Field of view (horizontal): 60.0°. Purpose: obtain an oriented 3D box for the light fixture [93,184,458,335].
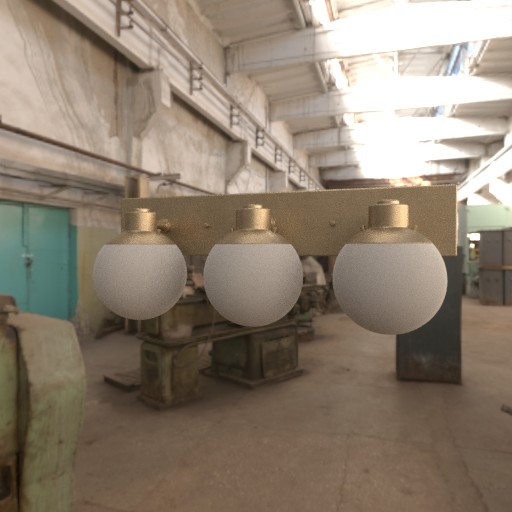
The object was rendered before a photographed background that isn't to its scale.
[{"bbox_3d":[0.000,0.000,0.850,0.721,0.263,0.218,0,1,19],"label":"light fixture"}]
